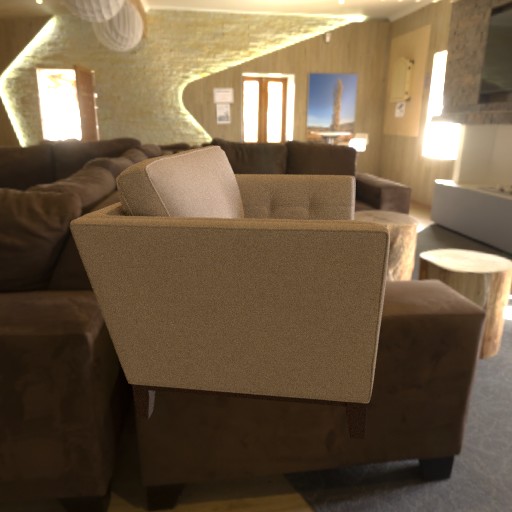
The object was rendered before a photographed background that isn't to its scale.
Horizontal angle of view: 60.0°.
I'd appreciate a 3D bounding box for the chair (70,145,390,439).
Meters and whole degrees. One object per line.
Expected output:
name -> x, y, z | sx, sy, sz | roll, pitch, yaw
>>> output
chair -> 0.000, 0.000, 2.032 | 0.965, 0.940, 1.397 | 2, 17, 8
